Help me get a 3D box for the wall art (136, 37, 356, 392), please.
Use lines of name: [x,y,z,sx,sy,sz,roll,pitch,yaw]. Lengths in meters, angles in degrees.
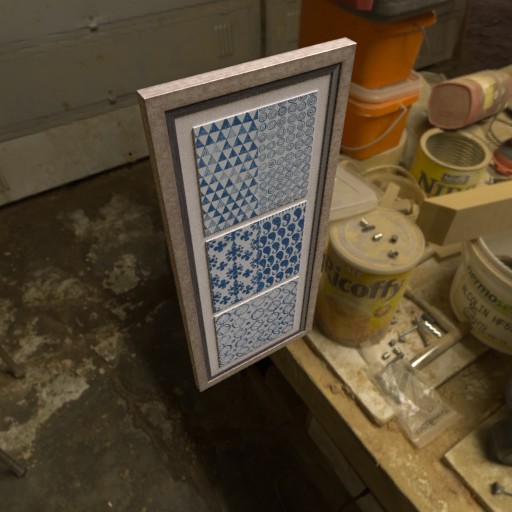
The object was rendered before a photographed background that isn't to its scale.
wall art: [0.000,0.000,1.698,0.648,1.461,0.051,-24,51,-21]
